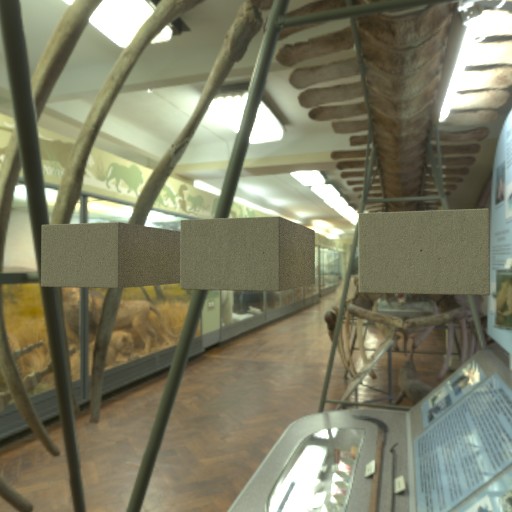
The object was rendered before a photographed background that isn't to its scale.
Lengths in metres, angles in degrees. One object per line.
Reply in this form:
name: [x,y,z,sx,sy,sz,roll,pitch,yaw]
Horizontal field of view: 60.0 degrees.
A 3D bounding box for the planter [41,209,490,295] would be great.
planter: [0.000,0.000,0.374,0.333,0.051,0.127,0,-1,19]
